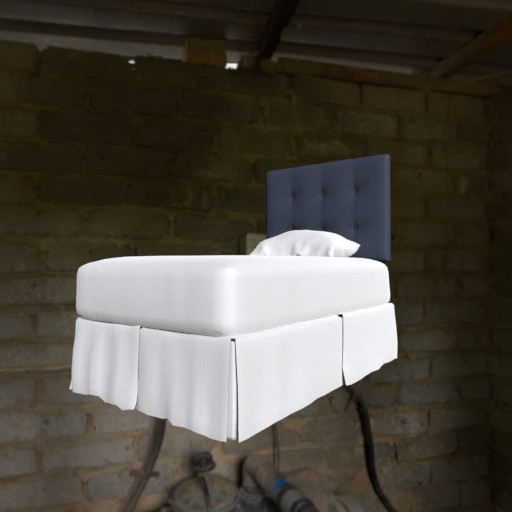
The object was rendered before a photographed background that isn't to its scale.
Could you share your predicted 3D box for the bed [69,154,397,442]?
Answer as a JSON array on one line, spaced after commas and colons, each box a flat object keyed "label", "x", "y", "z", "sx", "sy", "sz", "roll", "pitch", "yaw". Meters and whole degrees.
[{"label": "bed", "x": 0.000, "y": 0.000, "z": 2.955, "sx": 1.261, "sy": 1.571, "sz": 1.997, "roll": 0, "pitch": -1, "yaw": 37}]
